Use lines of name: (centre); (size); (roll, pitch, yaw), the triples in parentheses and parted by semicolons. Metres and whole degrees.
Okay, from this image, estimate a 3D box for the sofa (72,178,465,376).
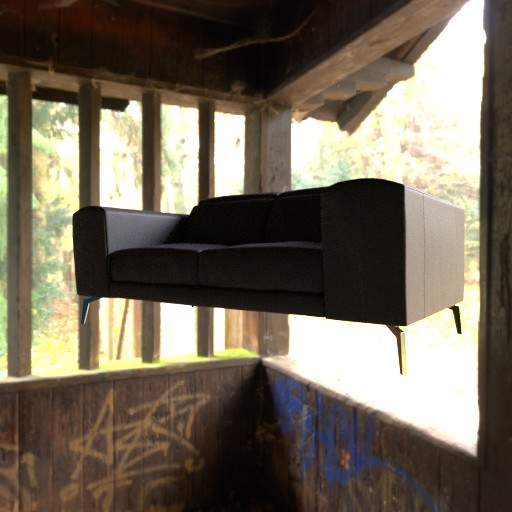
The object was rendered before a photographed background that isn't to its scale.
sofa: (0.000, 0.000, 2.357); (1.895, 0.779, 1.003); (0, 1, 36)
